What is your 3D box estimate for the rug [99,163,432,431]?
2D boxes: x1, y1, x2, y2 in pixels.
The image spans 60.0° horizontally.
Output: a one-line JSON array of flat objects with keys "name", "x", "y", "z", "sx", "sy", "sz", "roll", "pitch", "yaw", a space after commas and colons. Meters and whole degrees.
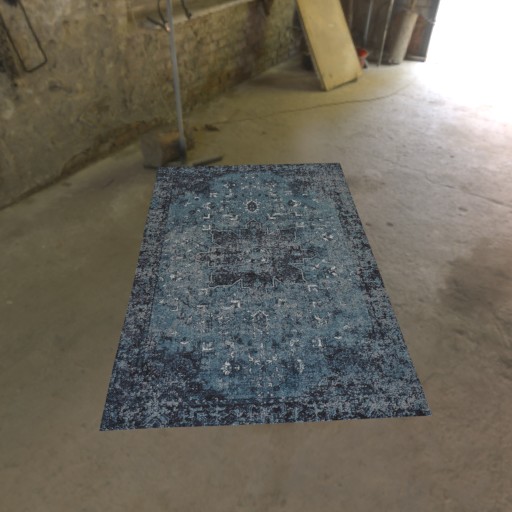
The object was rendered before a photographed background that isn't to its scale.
[{"name": "rug", "x": 0.000, "y": 0.000, "z": 2.292, "sx": 1.219, "sy": 0.005, "sz": 1.828, "roll": -2, "pitch": 42, "yaw": -2}]
